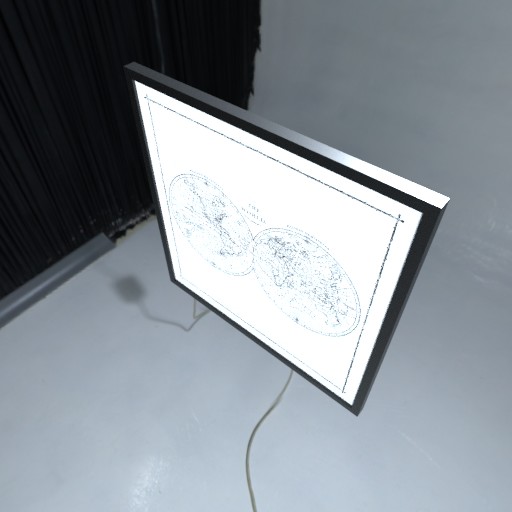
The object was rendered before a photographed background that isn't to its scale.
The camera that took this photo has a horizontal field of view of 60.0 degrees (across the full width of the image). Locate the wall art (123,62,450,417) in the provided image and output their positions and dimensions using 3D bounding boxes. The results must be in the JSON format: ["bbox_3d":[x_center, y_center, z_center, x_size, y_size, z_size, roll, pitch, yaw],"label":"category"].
[{"bbox_3d":[0.000,0.000,1.144,0.773,0.775,0.031,32,55,26],"label":"wall art"}]
